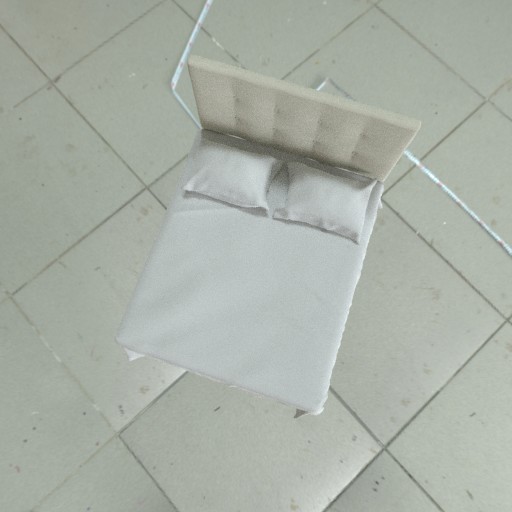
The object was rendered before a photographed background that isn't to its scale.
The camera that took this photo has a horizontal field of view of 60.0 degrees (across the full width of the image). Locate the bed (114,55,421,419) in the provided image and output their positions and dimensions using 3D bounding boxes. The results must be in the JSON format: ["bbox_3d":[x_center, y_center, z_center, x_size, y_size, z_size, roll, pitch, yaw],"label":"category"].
[{"bbox_3d":[0.000,0.000,3.476,1.936,1.577,2.222,18,76,4],"label":"bed"}]
